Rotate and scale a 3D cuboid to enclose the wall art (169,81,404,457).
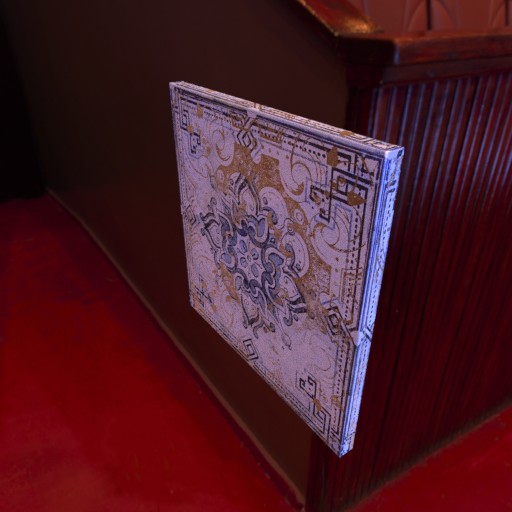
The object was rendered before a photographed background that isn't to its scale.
[{"bbox_3d":[0.000,0.000,0.928,0.036,0.607,0.609,-20,36,-30],"label":"wall art"}]
